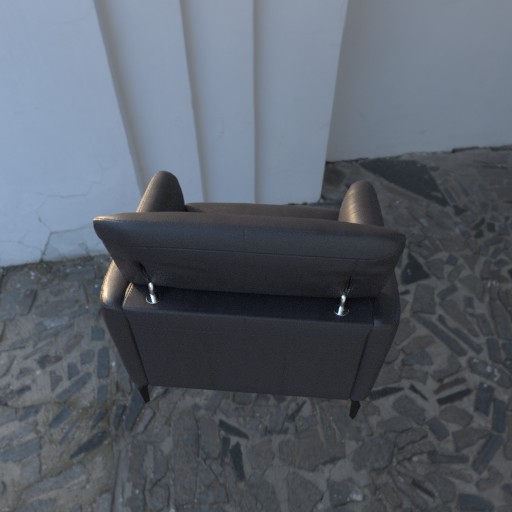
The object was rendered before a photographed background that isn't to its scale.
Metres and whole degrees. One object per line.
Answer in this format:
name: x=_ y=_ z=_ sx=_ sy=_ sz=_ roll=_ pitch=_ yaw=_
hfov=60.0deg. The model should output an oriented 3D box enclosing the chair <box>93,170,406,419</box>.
chair: x=0.000 y=0.000 z=1.686 sx=0.976 sy=0.949 sz=0.809 roll=3 pitch=47 yaw=3
